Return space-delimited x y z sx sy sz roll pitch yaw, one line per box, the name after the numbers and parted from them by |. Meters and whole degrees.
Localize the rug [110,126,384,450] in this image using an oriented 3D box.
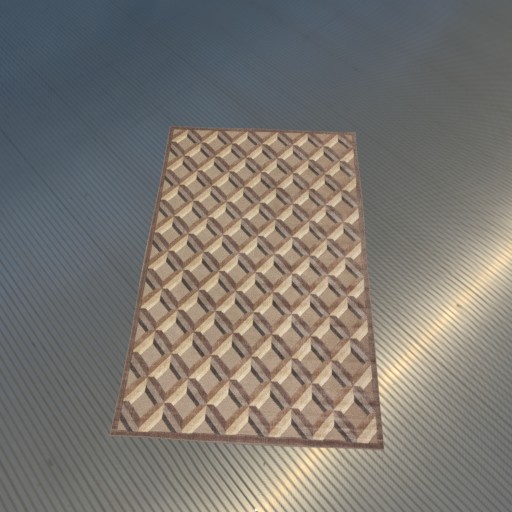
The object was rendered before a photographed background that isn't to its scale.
0.000 0.000 2.125 1.066 0.011 1.677 2 60 1 | rug
